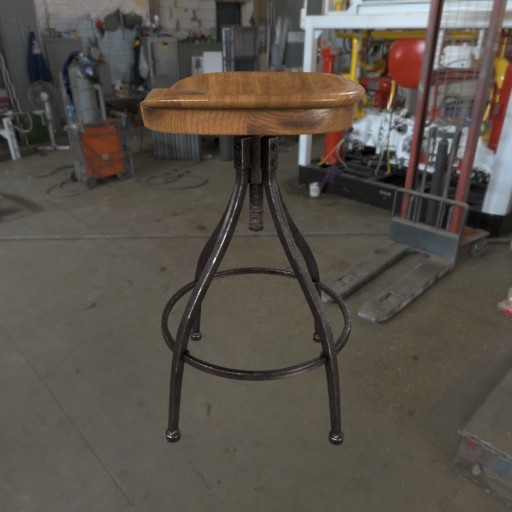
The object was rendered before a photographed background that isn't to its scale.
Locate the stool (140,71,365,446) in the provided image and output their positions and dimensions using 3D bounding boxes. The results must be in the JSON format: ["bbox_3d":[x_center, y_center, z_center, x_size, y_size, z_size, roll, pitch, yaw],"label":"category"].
[{"bbox_3d":[0.000,0.000,0.938,0.424,0.694,0.432,0,27,1],"label":"stool"}]
